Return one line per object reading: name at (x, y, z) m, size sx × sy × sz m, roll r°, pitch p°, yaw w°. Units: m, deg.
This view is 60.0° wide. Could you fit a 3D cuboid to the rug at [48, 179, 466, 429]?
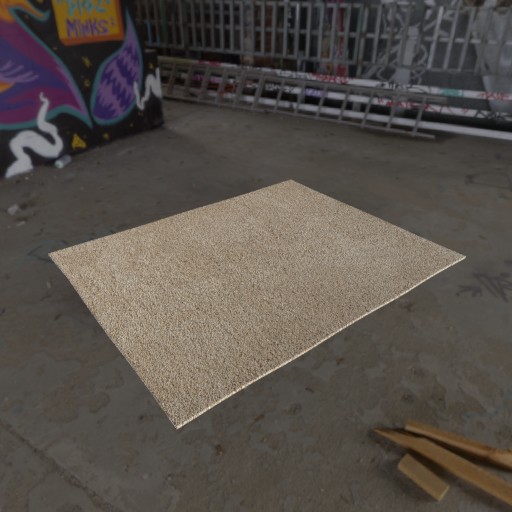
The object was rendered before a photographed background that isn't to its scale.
rug at (0.000, 0.000, 4.081) m, size 3.000 × 0.025 × 2.400 m, roll -22°, pitch 38°, yaw -32°
